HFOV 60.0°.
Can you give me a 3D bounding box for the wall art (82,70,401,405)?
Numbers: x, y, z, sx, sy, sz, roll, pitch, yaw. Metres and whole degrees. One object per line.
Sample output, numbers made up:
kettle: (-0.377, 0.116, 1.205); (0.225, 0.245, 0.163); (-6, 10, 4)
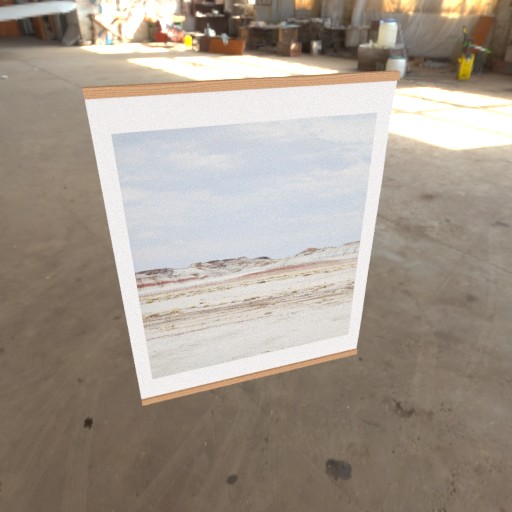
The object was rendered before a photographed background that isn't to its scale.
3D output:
wall art: (0.000, 0.000, 0.673); (0.404, 0.507, 0.010); (-9, 32, -15)
